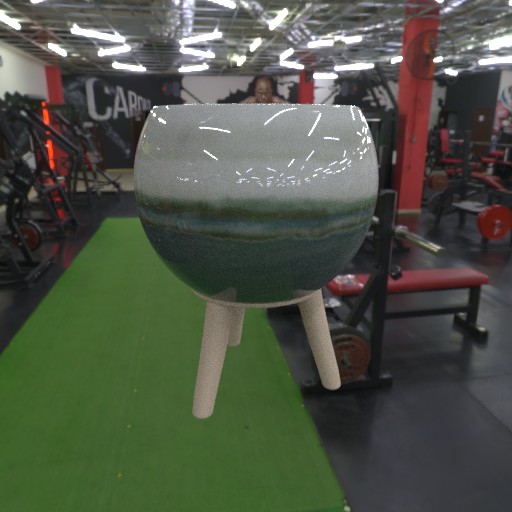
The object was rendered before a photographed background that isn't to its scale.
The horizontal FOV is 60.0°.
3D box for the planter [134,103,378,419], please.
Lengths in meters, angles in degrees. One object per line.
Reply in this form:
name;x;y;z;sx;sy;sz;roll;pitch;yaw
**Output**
planter;0.000;0.000;0.436;0.222;0.278;0.222;0;17;0
